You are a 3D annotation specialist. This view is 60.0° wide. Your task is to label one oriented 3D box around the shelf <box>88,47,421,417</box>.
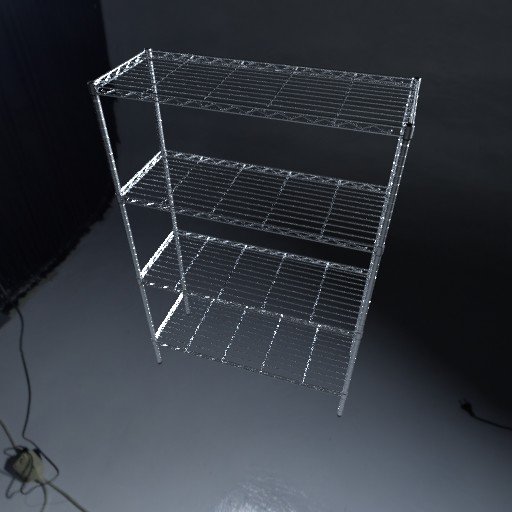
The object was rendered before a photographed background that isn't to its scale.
[{"bbox_3d":[0.000,0.000,1.731,0.907,1.360,0.352,12,43,14],"label":"shelf"}]
